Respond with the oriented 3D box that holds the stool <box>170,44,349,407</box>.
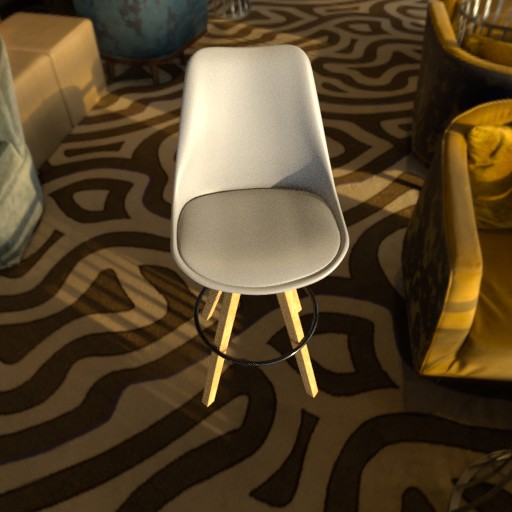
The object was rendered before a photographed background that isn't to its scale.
[{"bbox_3d":[0.000,0.000,1.426,0.485,1.115,0.550,-4,47,-4],"label":"stool"}]
